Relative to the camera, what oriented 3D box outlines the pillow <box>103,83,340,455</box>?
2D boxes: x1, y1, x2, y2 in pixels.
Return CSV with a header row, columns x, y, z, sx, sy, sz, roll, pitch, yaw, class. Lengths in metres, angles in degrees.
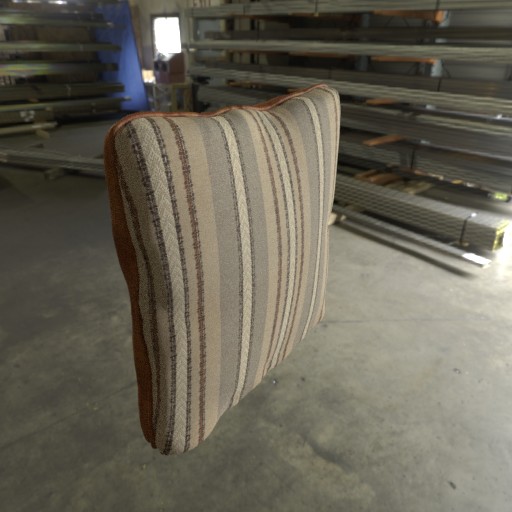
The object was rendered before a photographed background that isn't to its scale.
x,y,z,sx,sy,sz,roll,pitch,yaw,class
0.000,0.000,0.711,0.130,0.490,0.489,17,31,31,pillow
